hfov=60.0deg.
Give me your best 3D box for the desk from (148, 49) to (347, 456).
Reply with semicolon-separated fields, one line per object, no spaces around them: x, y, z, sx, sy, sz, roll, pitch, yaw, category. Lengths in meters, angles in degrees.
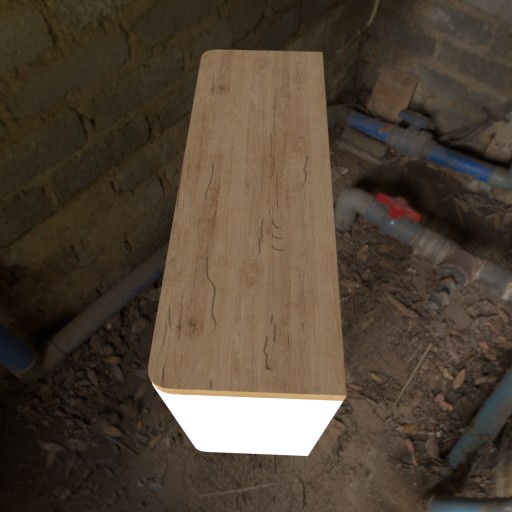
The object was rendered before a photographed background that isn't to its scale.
0.000;0.000;1.468;0.390;0.760;1.100;2;58;1;desk
